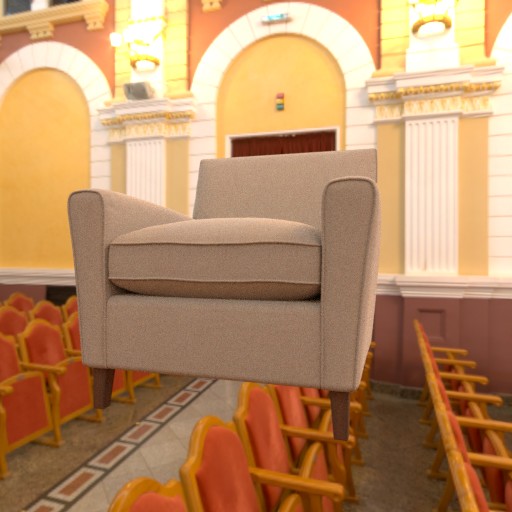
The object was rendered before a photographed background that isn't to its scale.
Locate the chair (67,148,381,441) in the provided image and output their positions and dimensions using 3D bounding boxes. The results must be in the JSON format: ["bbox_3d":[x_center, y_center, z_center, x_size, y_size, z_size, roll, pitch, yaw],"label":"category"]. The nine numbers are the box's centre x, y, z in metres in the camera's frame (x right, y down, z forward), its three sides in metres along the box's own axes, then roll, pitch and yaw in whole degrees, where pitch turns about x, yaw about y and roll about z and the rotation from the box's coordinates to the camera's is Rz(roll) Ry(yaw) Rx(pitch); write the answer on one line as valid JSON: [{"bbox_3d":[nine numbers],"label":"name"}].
[{"bbox_3d":[0.000,0.000,1.517,0.840,0.846,0.871,0,1,17],"label":"chair"}]
